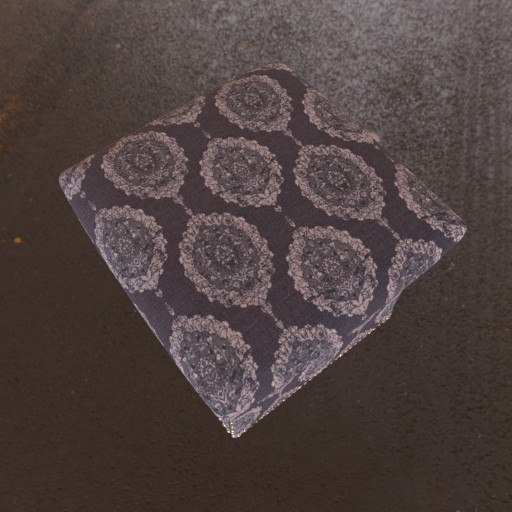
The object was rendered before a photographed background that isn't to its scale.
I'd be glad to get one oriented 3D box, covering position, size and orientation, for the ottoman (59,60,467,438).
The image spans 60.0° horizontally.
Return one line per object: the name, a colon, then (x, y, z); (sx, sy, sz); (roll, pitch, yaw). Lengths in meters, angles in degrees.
ottoman: (0.000, 0.000, 0.895); (0.497, 0.475, 0.507); (-34, 68, -16)
